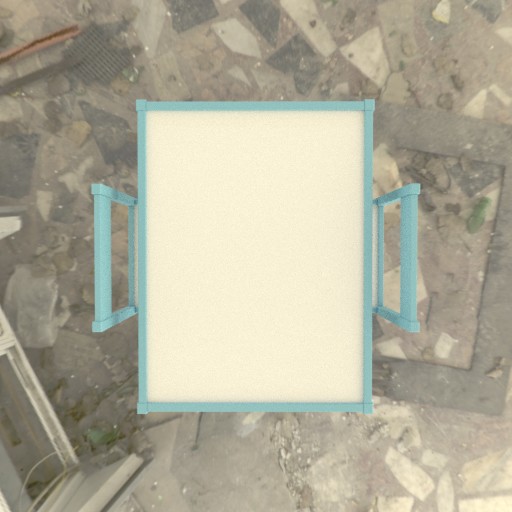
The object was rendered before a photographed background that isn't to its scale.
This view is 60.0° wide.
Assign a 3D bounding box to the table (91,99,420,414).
[{"bbox_3d":[0.000,0.000,1.100,0.633,0.503,0.639,0,91,0],"label":"table"}]
